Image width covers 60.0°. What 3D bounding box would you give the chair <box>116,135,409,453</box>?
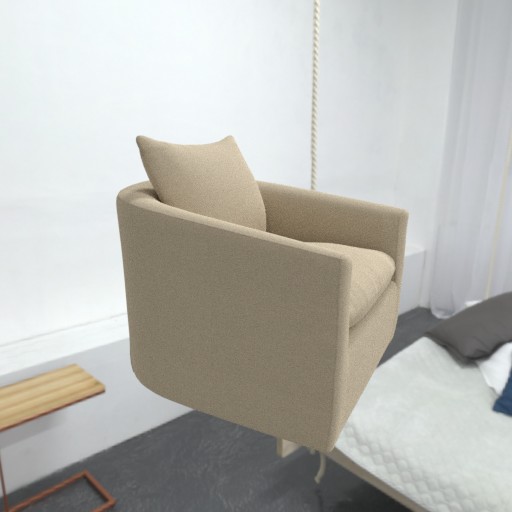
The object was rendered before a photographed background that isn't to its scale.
[{"bbox_3d":[0.000,0.000,1.603,0.910,0.848,0.845,8,17,27],"label":"chair"}]
